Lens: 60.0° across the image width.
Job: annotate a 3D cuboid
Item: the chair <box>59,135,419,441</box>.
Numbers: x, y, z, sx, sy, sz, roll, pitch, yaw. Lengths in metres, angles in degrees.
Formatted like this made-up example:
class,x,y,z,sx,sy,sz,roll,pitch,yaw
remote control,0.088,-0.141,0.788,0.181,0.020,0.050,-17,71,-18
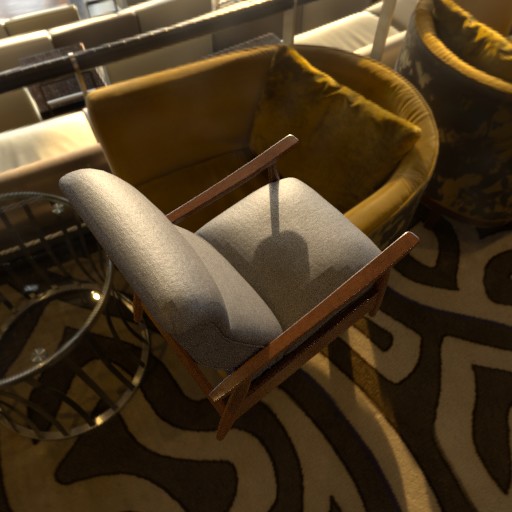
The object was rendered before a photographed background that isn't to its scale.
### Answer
class,x,y,z,sx,sy,sz,roll,pitch,yaw
chair,0.000,0.000,1.758,1.014,1.081,0.762,-33,62,-20
